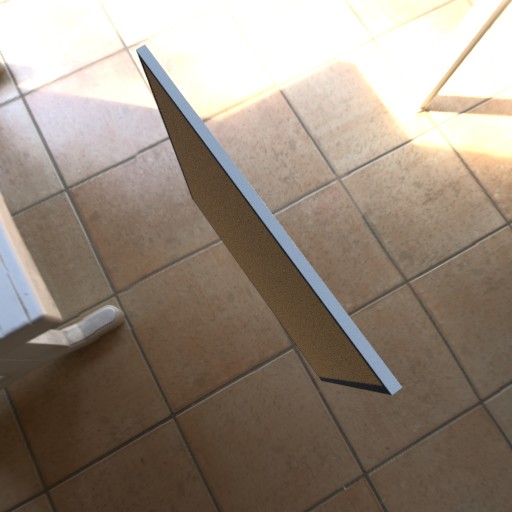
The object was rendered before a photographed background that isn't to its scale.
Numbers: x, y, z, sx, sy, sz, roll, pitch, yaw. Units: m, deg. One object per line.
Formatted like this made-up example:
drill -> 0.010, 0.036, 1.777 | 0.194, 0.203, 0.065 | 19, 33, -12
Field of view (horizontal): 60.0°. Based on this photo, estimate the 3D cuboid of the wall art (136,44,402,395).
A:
wall art -> 0.000, 0.000, 1.194 | 0.022, 0.803, 0.805 | -34, 78, -8
